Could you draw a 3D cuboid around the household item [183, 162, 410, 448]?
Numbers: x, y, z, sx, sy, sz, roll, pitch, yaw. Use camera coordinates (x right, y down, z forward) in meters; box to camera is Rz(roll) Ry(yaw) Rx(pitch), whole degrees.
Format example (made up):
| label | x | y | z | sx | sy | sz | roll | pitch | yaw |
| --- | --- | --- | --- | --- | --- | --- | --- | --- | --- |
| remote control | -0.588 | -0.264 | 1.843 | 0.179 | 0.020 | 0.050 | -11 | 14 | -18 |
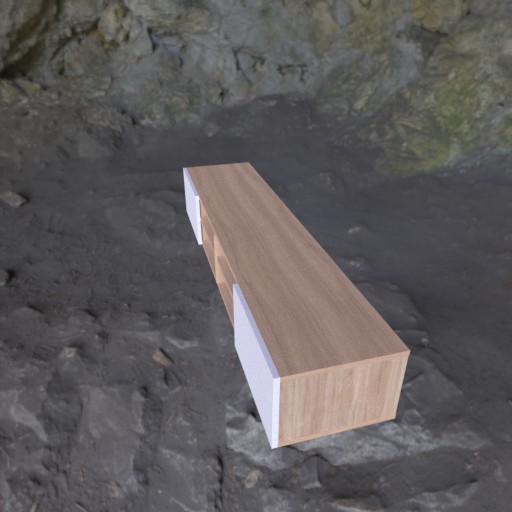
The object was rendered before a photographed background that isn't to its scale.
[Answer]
| label | x | y | z | sx | sy | sz | roll | pitch | yaw |
| --- | --- | --- | --- | --- | --- | --- | --- | --- | --- |
| household item | 0.000 | 0.000 | 2.100 | 0.420 | 0.310 | 1.850 | -8 | 30 | -14 |
